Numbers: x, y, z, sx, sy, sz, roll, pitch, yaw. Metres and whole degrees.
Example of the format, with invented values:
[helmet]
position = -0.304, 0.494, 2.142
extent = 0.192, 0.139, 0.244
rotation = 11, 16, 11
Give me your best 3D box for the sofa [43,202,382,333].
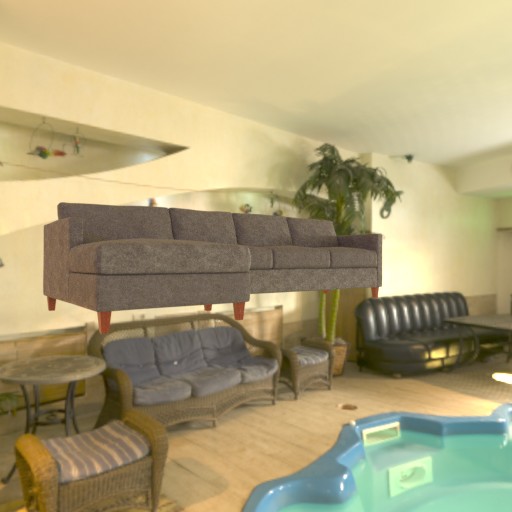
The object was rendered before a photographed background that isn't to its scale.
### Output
[sofa]
position = 0.000, 0.000, 4.242
extent = 3.471, 0.954, 1.606
rotation = 0, -1, -36
